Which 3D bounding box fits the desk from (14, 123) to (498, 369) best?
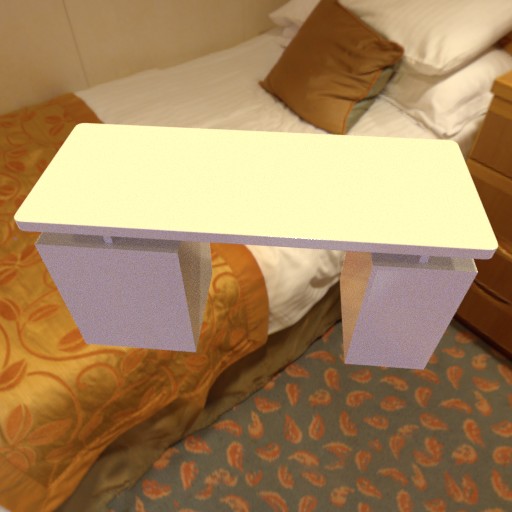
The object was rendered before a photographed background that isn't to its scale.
[{"bbox_3d":[0.000,0.000,1.726,1.400,0.762,0.550,4,47,3],"label":"desk"}]
